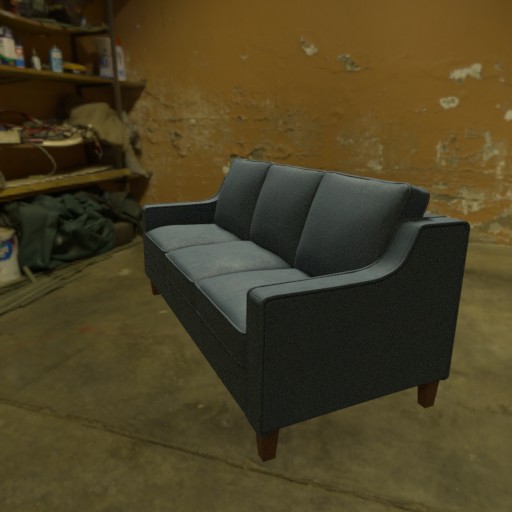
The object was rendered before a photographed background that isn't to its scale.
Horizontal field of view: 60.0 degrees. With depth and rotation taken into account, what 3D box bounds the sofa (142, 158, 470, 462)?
[{"bbox_3d":[0.000,0.000,2.473,0.911,0.974,1.986,-7,17,-24],"label":"sofa"}]
